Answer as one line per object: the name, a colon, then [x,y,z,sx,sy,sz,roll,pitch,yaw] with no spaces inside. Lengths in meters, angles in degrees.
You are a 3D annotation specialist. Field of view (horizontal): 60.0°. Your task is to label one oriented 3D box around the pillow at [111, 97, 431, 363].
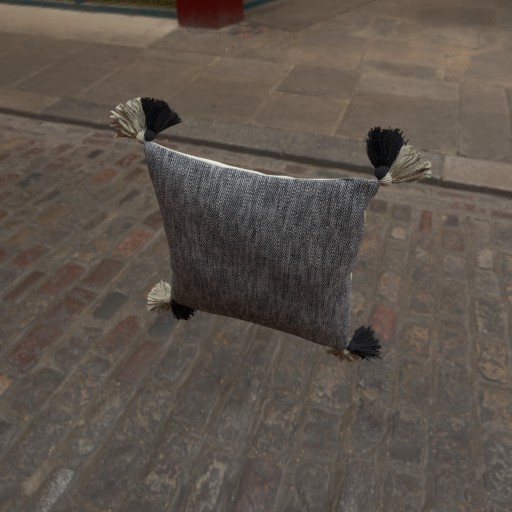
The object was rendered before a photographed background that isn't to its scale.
pillow: [0.000,0.000,0.995,0.654,0.659,0.170,13,44,14]
